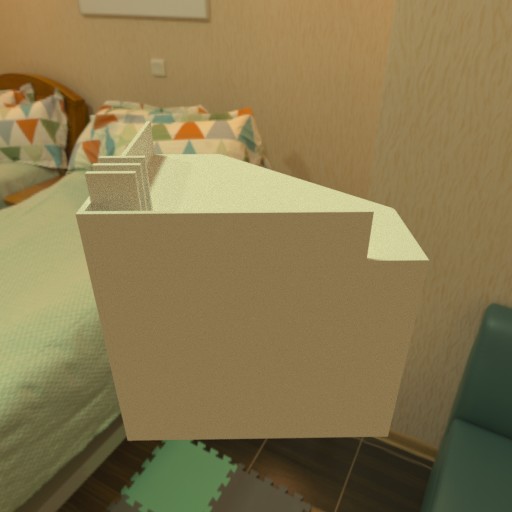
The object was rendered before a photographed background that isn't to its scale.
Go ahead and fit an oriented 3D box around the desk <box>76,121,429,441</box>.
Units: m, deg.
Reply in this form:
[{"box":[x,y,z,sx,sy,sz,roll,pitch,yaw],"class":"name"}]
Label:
[{"box":[0.000,0.000,1.753,0.940,0.986,0.940,-1,31,-1],"class":"desk"}]
